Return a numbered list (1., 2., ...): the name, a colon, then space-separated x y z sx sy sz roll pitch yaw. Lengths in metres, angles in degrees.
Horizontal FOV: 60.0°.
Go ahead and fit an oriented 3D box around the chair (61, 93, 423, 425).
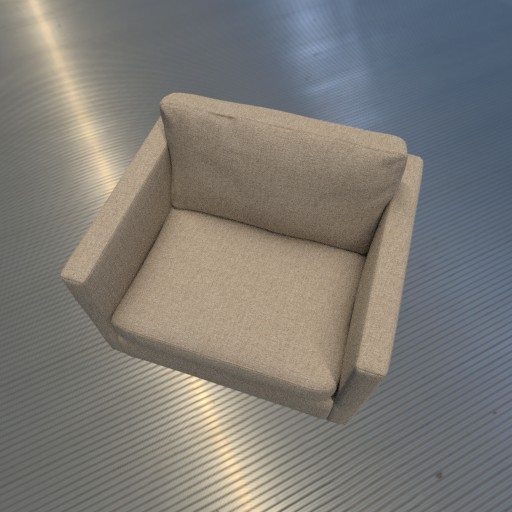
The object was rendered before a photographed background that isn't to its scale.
1. chair: 0.000 0.000 1.813 1.107 0.961 0.959 15 59 9
